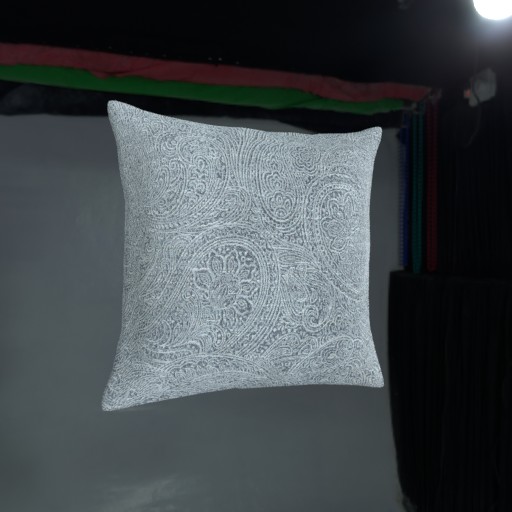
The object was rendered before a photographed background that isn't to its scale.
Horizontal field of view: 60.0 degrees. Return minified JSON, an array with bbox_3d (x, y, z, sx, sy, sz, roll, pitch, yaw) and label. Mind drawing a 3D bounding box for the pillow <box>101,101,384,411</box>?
[{"bbox_3d":[0.000,0.000,0.795,0.523,0.510,0.166,0,0,-17],"label":"pillow"}]
